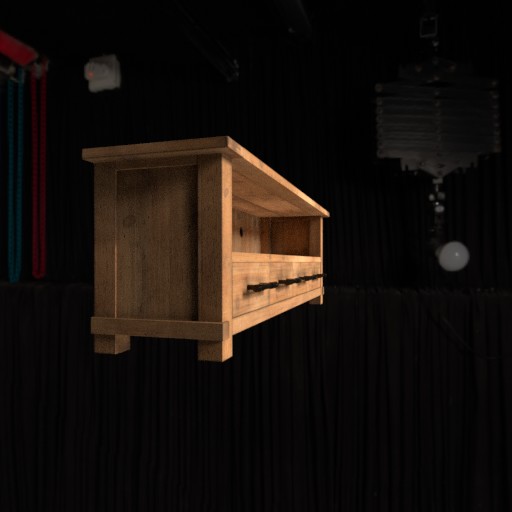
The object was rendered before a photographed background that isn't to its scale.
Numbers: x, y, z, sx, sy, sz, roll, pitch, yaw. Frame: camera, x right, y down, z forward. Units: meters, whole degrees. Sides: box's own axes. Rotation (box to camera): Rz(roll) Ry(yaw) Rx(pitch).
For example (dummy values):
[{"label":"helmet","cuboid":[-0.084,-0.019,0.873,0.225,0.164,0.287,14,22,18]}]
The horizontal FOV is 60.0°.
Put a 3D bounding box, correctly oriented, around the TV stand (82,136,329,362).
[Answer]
[{"label":"TV stand","cuboid":[0.000,0.000,2.016,0.453,0.573,1.804,0,-1,17]}]
